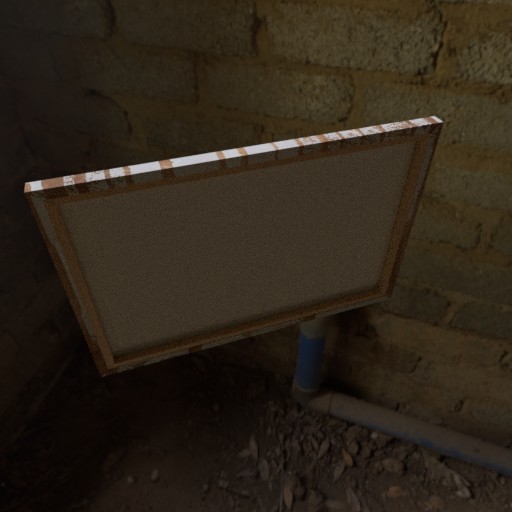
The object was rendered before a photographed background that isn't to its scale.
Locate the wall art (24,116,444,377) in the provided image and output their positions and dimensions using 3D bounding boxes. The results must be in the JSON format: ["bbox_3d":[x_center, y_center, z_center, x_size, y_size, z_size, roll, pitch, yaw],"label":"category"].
[{"bbox_3d":[0.000,0.000,1.142,0.914,0.609,0.035,-13,44,-14],"label":"wall art"}]
